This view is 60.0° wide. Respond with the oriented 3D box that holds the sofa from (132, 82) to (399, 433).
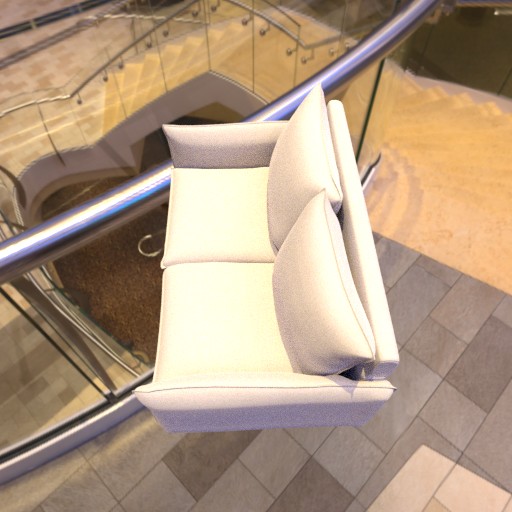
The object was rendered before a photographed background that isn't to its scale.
[{"bbox_3d":[0.000,0.000,1.842,0.820,0.840,1.300,-2,57,-1],"label":"sofa"}]
